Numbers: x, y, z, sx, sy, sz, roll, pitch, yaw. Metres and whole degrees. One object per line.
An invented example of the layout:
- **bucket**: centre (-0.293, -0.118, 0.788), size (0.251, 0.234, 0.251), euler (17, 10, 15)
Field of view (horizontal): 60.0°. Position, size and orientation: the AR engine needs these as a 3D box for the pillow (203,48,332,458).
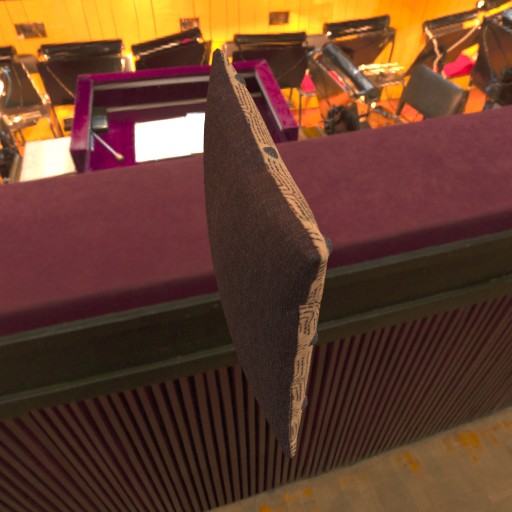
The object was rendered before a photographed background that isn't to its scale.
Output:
- **pillow**: centre (0.000, 0.000, 0.761), size (0.145, 0.510, 0.510), euler (-11, 47, -10)
